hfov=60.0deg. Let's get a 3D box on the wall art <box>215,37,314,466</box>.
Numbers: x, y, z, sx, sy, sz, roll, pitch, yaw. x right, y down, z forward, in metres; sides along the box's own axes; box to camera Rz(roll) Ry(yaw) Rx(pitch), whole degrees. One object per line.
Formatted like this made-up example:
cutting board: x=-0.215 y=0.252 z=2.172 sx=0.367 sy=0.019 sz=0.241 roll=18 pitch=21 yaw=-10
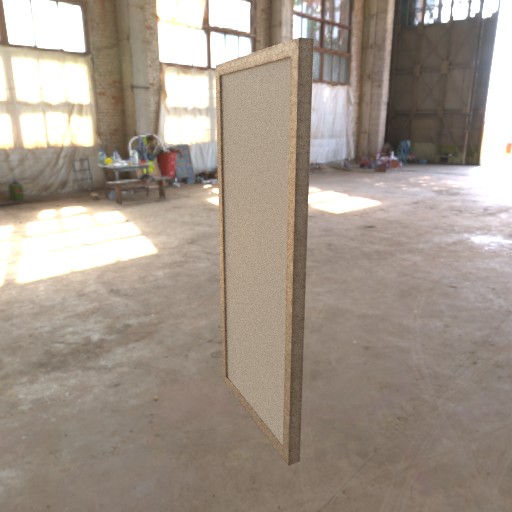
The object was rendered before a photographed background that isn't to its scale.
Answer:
wall art: x=0.000 y=0.000 z=1.744 sx=0.051 sy=1.461 sz=0.648 roll=-8 pitch=18 yaw=-25
